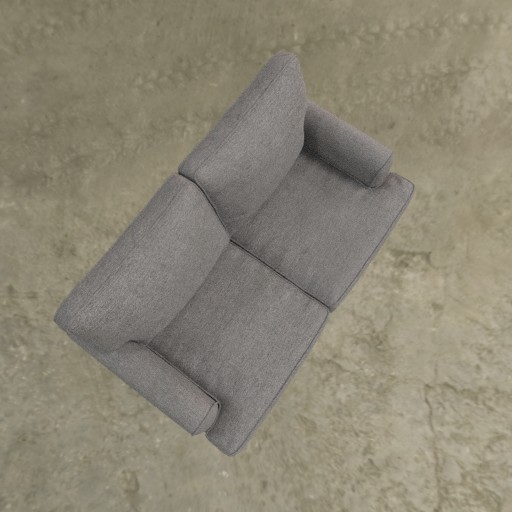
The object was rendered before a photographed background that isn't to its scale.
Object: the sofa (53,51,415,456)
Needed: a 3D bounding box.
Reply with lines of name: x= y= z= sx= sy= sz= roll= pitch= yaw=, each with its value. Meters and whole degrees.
sofa: x=0.000 y=0.000 z=2.174 sx=0.965 sy=0.965 sz=1.651 roll=35 pitch=77 yaw=9
